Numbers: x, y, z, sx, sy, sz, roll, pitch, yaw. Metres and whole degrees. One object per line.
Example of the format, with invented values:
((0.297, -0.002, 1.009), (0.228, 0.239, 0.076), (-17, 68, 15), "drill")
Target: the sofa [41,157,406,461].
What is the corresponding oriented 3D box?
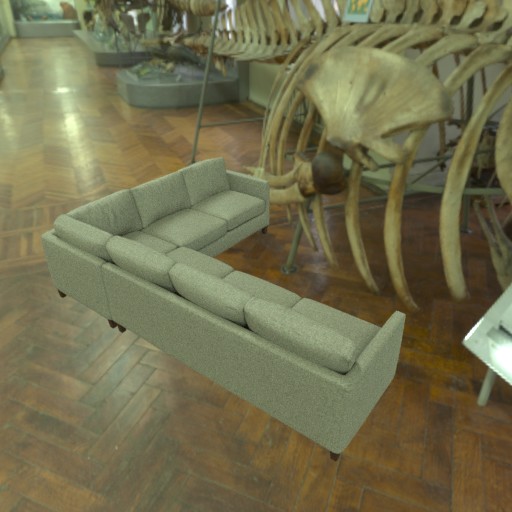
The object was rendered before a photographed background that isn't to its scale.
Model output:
((0.000, 0.000, 4.395), (3.302, 0.947, 2.593), (20, 36, 31), "sofa")
